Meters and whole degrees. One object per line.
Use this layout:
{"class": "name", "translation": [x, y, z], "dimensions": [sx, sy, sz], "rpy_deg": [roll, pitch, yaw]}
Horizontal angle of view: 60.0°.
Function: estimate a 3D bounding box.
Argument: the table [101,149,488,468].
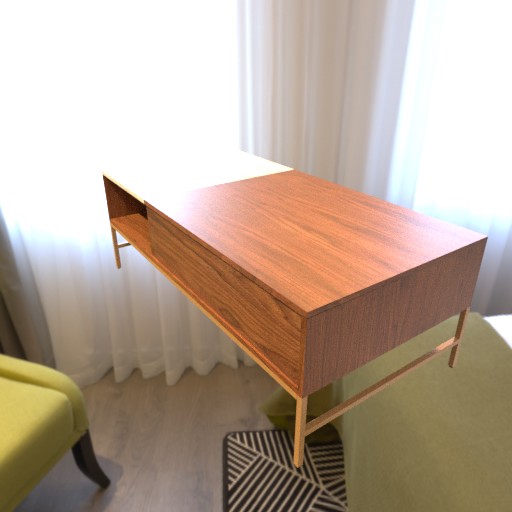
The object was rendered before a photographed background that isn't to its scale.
{"class": "table", "translation": [0.000, 0.000, 1.957], "dimensions": [0.789, 0.551, 1.553], "rpy_deg": [-17, 31, -31]}
